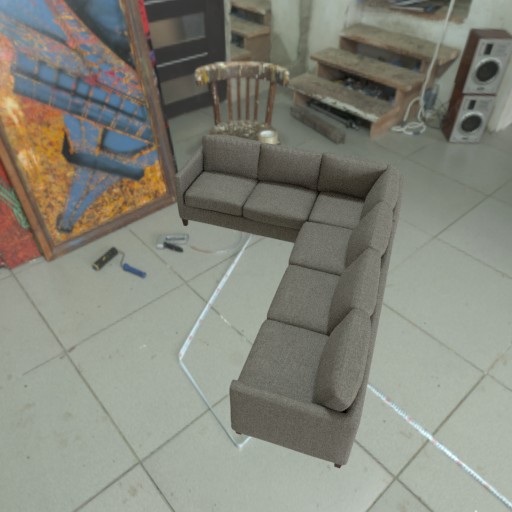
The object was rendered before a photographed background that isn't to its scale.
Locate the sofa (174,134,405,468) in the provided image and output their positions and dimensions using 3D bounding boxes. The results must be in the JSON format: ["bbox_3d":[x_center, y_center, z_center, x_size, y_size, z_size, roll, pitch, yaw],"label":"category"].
[{"bbox_3d":[0.000,0.000,4.480,2.593,0.947,3.302,13,43,14],"label":"sofa"}]
